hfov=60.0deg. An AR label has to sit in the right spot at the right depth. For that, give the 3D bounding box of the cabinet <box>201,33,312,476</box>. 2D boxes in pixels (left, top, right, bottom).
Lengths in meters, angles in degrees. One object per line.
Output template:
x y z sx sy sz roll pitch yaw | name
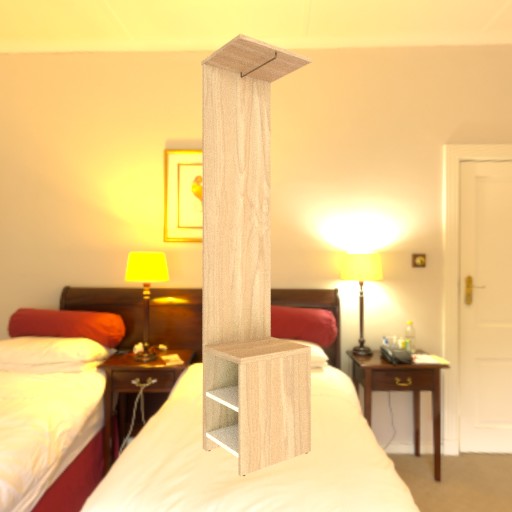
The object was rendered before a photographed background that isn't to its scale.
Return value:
0.000 0.000 2.131 0.411 1.879 0.338 0 0 -36 | cabinet
